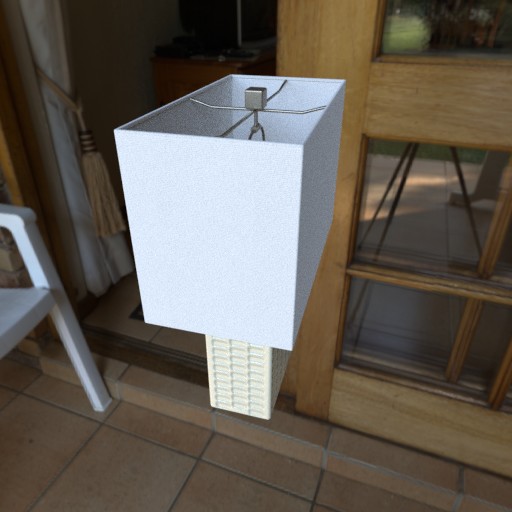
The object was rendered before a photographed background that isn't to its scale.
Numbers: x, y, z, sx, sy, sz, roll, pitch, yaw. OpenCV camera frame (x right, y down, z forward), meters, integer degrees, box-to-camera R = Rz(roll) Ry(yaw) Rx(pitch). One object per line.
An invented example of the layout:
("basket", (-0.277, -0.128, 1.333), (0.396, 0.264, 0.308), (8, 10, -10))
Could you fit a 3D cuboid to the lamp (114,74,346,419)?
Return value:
("lamp", (0.000, 0.000, 0.717), (0.200, 0.515, 0.380), (8, 32, 14))
